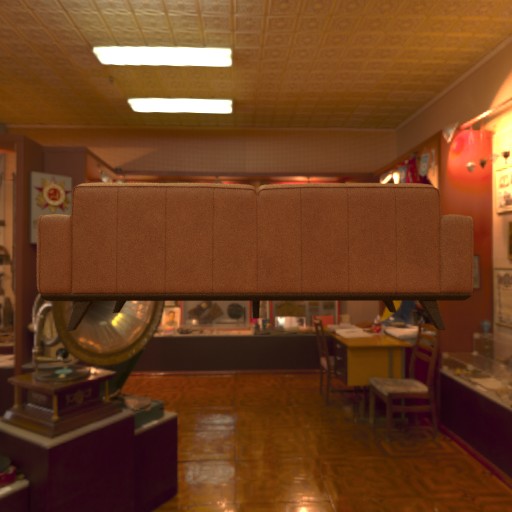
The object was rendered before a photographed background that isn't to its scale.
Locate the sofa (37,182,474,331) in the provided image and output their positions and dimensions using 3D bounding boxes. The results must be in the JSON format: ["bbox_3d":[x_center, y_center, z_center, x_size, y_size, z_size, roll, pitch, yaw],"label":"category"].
[{"bbox_3d":[0.000,0.000,2.711,2.270,0.780,0.953,0,-1,-1],"label":"sofa"}]
